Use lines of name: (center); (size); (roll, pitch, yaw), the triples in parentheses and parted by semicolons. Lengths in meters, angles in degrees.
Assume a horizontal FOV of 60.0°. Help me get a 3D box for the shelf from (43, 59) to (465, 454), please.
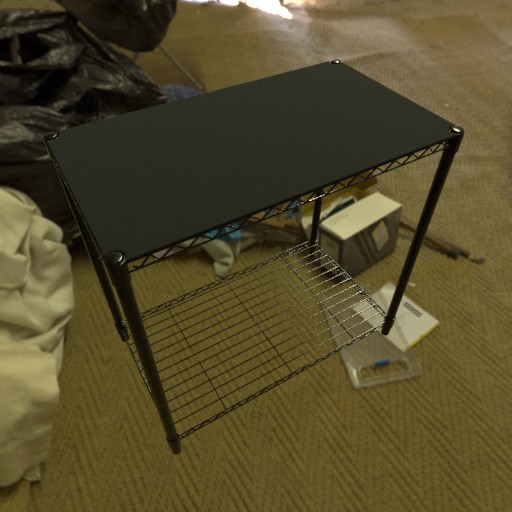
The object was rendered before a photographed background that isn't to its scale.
shelf: (0.000, 0.000, 0.903); (0.589, 0.564, 0.338); (-23, 50, -21)
